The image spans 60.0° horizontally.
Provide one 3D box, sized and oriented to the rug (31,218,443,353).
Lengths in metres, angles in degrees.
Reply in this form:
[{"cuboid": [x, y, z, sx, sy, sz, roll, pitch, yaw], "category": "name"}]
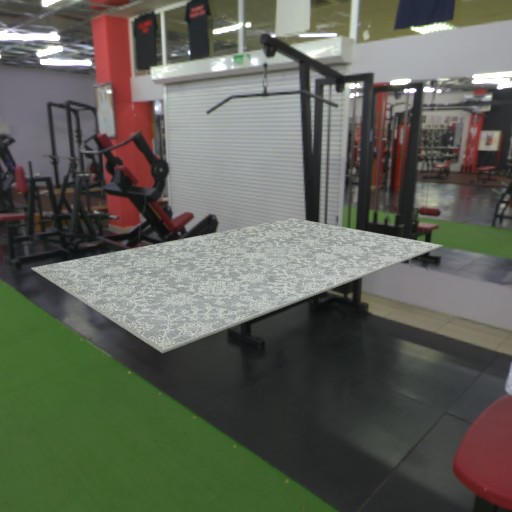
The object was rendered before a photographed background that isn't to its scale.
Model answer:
[{"cuboid": [0.000, 0.000, 3.042, 2.430, 0.010, 1.515, -14, 21, -42], "category": "rug"}]
